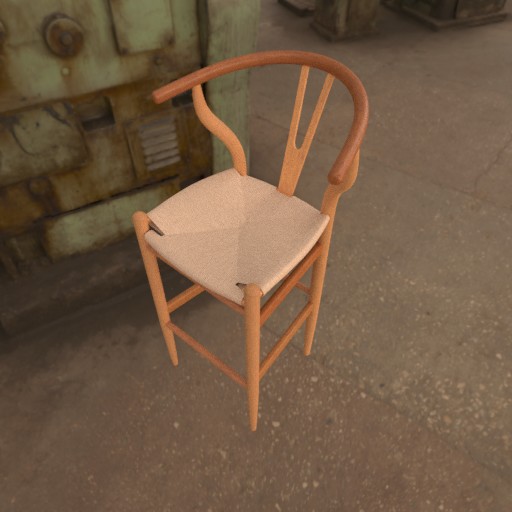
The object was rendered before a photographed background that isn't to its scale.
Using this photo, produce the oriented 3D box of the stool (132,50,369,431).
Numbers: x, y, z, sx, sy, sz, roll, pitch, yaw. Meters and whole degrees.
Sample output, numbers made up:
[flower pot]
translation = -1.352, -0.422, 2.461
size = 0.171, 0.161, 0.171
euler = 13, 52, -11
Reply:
[stool]
translation = 0.000, 0.000, 1.387
size = 0.574, 1.068, 0.561
euler = 31, 53, 27
